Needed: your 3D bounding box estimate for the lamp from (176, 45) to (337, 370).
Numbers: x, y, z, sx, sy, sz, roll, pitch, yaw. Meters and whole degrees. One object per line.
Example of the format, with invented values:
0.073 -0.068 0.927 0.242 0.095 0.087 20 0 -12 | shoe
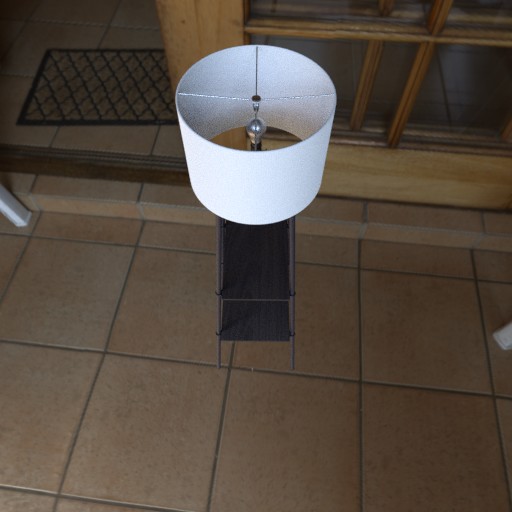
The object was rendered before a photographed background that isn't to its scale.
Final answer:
0.000 0.000 1.668 0.384 1.474 0.427 1 59 0 | lamp
